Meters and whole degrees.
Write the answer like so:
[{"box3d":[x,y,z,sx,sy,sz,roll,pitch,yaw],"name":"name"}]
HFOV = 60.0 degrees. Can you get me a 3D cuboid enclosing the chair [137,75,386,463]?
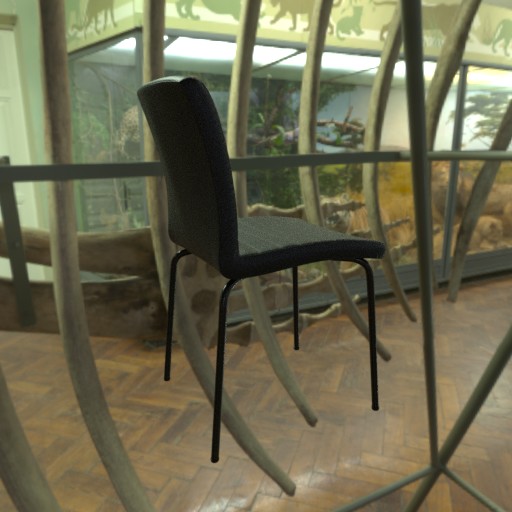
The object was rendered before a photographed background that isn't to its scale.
[{"box3d":[0.000,0.000,1.229,0.572,0.872,0.450,-7,16,-26],"name":"chair"}]
